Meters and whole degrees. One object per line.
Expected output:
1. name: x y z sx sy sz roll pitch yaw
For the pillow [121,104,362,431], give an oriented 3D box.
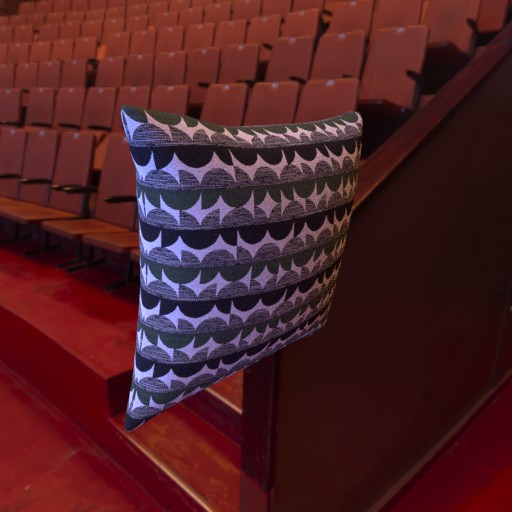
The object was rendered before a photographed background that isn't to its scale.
1. pillow: 0.000 0.000 0.641 0.419 0.404 0.180 -16 23 -42
